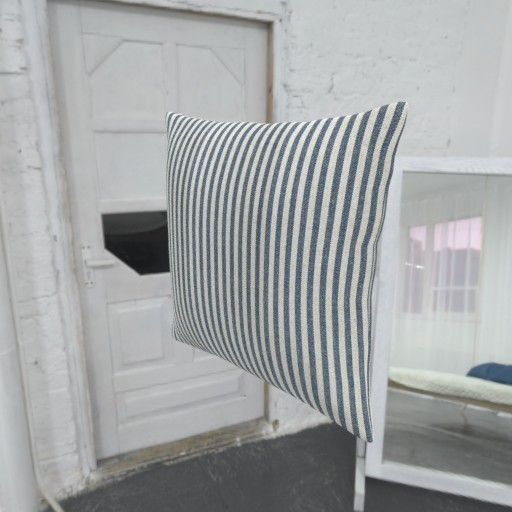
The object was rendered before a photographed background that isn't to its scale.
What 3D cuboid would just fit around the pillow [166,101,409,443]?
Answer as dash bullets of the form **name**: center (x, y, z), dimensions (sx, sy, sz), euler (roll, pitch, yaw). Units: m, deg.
- **pillow**: center (0.000, 0.000, 0.802), dimensions (0.523, 0.510, 0.166), euler (15, 22, 41)
